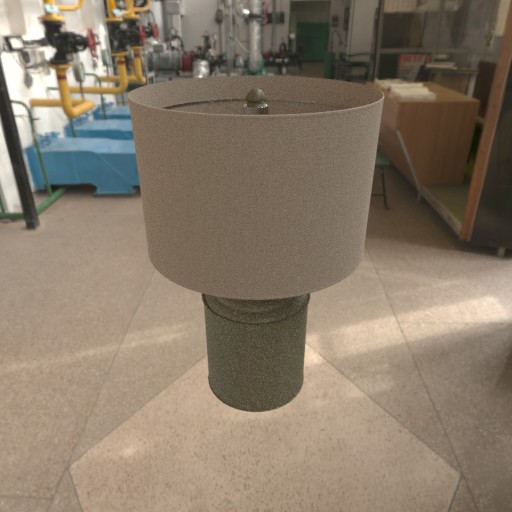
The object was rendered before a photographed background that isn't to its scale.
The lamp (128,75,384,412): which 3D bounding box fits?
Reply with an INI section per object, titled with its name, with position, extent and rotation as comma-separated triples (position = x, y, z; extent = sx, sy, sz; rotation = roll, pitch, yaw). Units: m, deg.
[lamp]
position = 0.000, 0.000, 0.681
extent = 0.318, 0.486, 0.318
rotation = 0, 29, 0
